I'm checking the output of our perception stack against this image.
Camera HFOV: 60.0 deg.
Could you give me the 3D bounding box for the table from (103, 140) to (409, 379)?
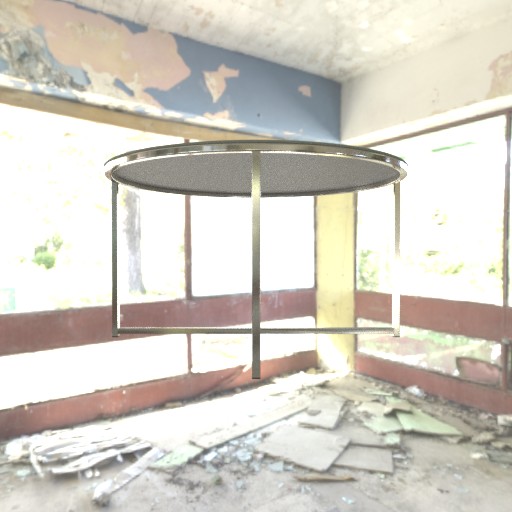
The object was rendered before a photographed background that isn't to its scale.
[{"bbox_3d":[0.000,0.000,1.231,0.800,0.450,0.800,0,1,0],"label":"table"}]
